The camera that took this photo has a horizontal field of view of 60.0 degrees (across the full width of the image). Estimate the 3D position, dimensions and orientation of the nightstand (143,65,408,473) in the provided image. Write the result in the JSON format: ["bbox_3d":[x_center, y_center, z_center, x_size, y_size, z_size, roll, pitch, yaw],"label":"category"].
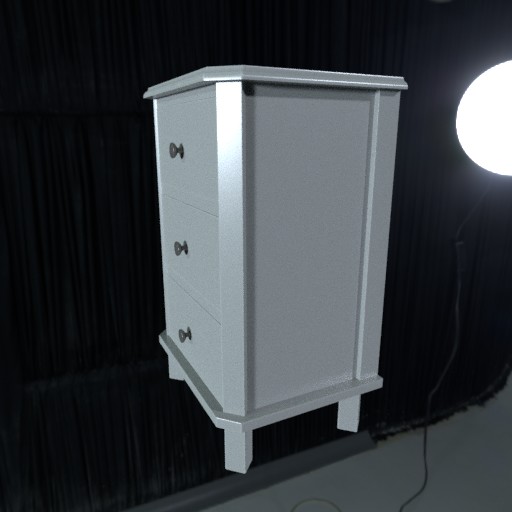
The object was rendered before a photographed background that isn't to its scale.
[{"bbox_3d":[0.000,0.000,0.936,0.348,0.680,0.435,-8,17,-26],"label":"nightstand"}]
